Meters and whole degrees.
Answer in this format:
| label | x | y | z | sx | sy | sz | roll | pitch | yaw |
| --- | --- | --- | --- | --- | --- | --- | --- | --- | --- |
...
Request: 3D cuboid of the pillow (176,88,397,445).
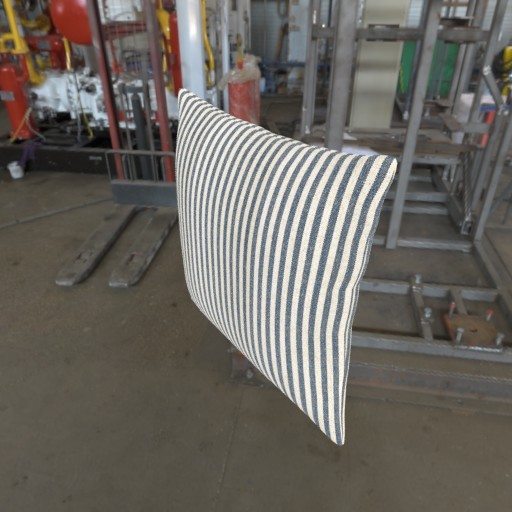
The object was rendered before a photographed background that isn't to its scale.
| label | x | y | z | sx | sy | sz | roll | pitch | yaw |
| --- | --- | --- | --- | --- | --- | --- | --- | --- | --- |
| pillow | 0.000 | 0.000 | 0.811 | 0.166 | 0.510 | 0.523 | -21 | 37 | -30 |
